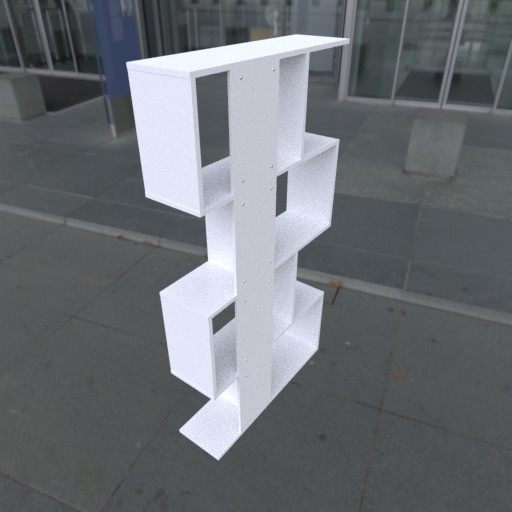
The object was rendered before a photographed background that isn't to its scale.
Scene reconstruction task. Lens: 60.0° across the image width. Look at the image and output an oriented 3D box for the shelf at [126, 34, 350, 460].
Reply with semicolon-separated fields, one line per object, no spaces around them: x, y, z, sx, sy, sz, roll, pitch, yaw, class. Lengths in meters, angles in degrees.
0.000;0.000;1.932;0.250;1.650;0.890;22;38;31;shelf
